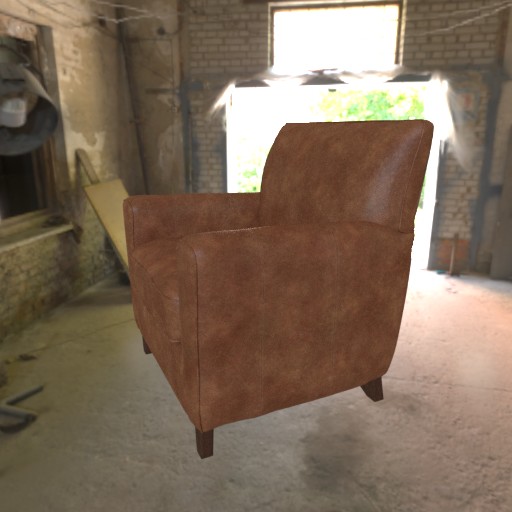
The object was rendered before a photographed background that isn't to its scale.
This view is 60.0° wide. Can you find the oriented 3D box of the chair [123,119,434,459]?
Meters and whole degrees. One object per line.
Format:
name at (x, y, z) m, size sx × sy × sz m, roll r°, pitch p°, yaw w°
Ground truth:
chair at (0.000, 0.000, 1.604) m, size 0.823 × 0.943 × 0.870 m, roll -8°, pitch 18°, yaw -25°
